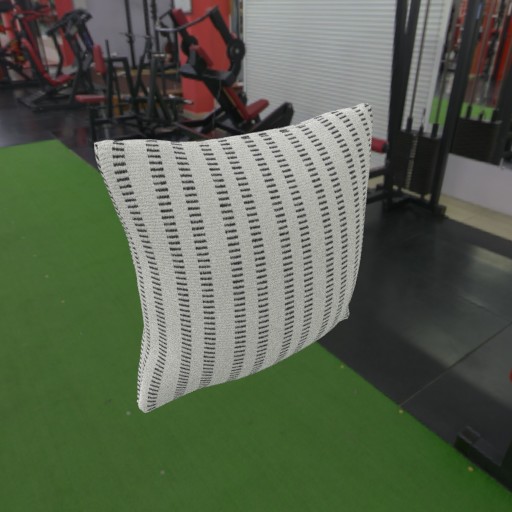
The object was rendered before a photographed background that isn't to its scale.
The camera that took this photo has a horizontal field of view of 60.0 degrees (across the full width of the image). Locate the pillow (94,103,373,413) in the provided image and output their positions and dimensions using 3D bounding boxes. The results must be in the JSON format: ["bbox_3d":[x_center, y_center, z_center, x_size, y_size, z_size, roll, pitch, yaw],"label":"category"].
[{"bbox_3d":[0.000,0.000,0.693,0.438,0.419,0.247,-18,34,-29],"label":"pillow"}]
